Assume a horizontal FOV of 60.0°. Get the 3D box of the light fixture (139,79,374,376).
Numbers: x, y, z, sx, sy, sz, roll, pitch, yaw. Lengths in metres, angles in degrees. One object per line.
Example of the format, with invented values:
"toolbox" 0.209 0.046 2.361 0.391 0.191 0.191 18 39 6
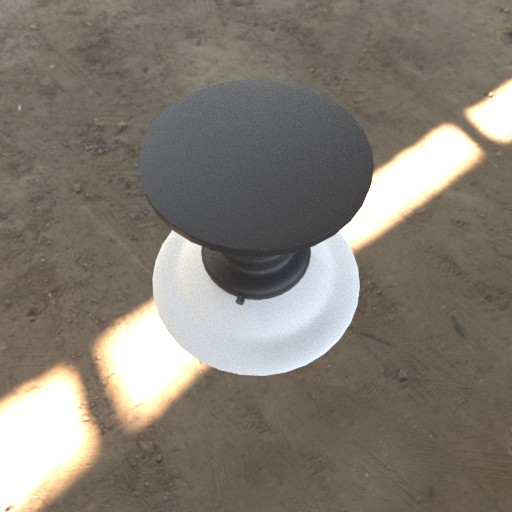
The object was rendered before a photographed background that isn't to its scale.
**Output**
"light fixture" 0.000 0.000 0.396 0.197 0.254 0.197 0 58 0
